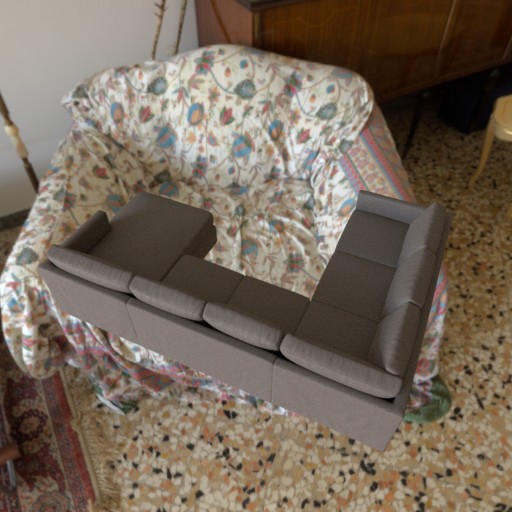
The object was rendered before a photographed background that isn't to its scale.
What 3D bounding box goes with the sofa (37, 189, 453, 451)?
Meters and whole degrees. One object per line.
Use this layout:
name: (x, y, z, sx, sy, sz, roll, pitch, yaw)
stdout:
sofa: (0.000, 0.000, 4.581, 3.460, 0.882, 2.427, 19, 50, 17)
